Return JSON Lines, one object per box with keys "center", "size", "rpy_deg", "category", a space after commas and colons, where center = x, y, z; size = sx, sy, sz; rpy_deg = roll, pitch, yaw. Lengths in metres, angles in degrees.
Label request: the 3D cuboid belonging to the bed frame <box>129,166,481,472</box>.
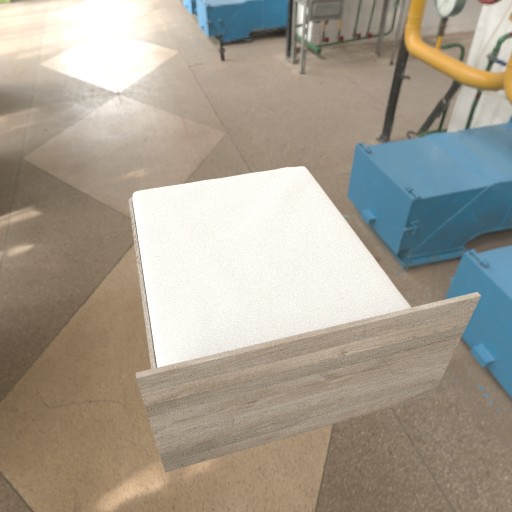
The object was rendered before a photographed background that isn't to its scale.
{"center": [0.000, 0.000, 2.758], "size": [1.490, 0.800, 1.950], "rpy_deg": [-11, 42, -12], "category": "bed frame"}
